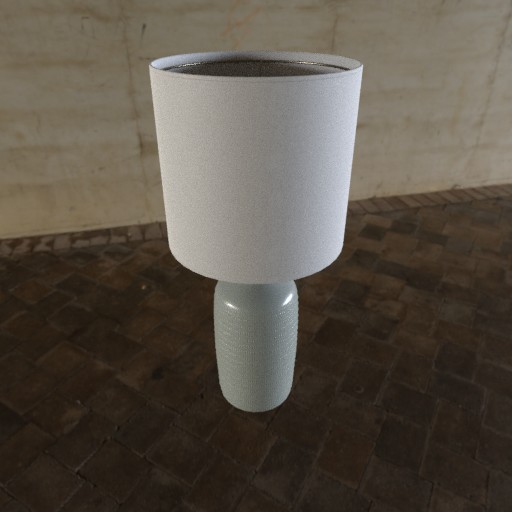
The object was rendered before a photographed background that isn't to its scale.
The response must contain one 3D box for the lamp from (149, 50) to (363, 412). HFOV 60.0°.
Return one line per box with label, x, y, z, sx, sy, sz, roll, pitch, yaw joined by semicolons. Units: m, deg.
lamp;0.000;0.000;0.586;0.220;0.475;0.220;9;31;15
